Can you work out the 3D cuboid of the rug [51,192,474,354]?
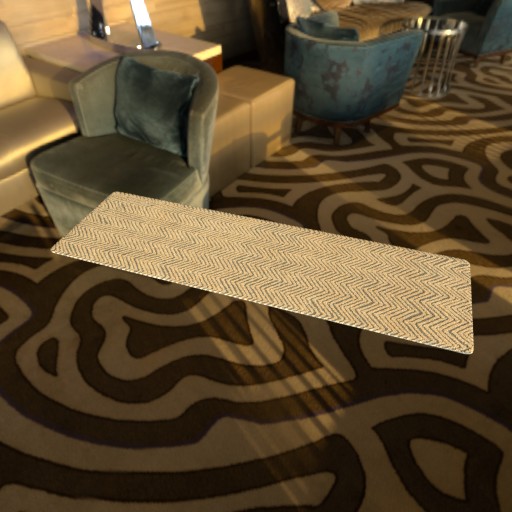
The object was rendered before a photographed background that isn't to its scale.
[{"bbox_3d":[0.000,0.000,2.511,2.286,0.008,0.686,12,41,14],"label":"rug"}]
